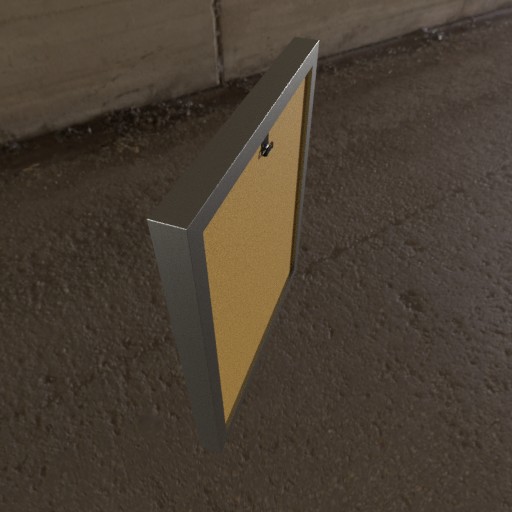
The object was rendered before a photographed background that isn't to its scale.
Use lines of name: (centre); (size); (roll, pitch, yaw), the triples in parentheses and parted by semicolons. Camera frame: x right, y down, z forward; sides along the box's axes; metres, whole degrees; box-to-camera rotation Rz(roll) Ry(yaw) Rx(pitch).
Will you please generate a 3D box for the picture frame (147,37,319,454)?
picture frame: (0.000, 0.000, 1.336); (0.073, 0.968, 0.839); (15, 48, 14)
